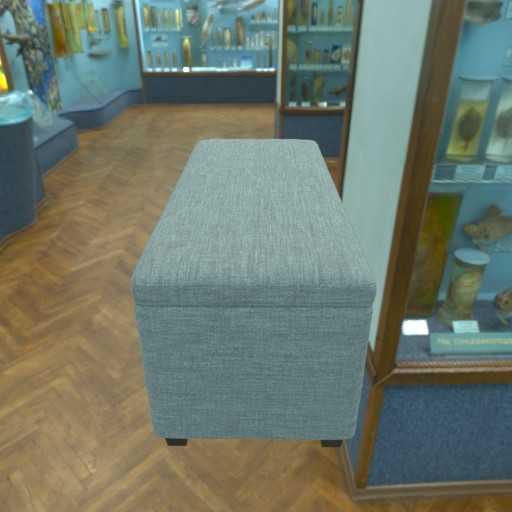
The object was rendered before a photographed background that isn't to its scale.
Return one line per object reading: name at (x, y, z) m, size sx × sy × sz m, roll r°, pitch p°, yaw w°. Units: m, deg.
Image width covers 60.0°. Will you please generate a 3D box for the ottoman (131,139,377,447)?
ottoman at (0.000, 0.000, 1.175) m, size 0.419 × 0.432 × 0.902 m, roll 0°, pitch 29°, yaw 1°
